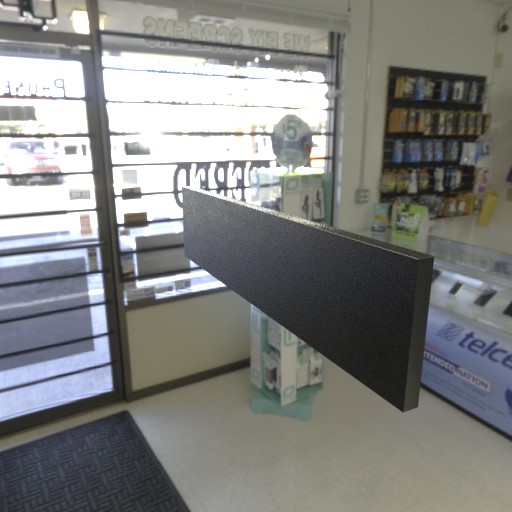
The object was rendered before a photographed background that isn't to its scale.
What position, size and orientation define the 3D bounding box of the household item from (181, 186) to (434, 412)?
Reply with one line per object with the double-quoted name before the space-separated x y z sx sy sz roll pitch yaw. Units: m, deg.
"household item" 0.000 0.000 1.058 0.030 0.236 1.001 -8 17 -26
